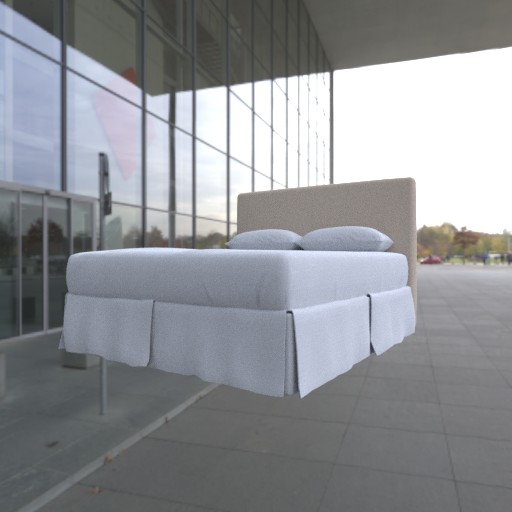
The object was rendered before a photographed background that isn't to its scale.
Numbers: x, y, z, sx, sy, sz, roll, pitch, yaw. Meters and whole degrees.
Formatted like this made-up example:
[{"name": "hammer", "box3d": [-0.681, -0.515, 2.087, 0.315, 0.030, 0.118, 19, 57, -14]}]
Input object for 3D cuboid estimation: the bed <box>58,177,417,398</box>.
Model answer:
[{"name": "bed", "box3d": [0.000, 0.000, 3.350, 1.884, 1.330, 2.142, 0, 0, 34]}]
